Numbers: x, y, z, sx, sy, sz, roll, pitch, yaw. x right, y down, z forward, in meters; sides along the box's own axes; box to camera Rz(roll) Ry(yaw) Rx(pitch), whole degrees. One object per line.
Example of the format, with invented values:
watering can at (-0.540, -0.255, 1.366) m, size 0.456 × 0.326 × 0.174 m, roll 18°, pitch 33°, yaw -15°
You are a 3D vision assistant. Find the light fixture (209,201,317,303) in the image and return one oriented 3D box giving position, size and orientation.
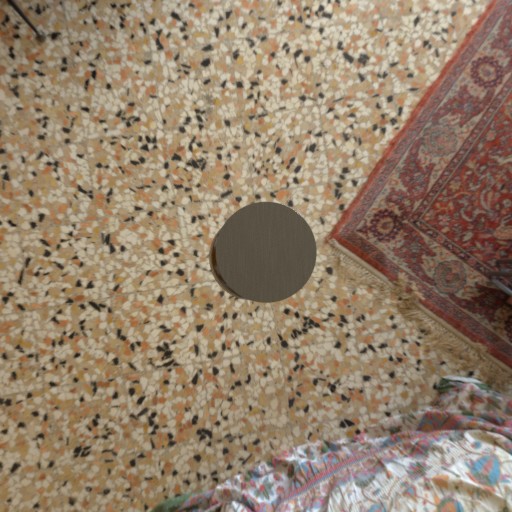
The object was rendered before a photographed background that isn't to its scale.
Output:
light fixture at (0.000, 0.000, 1.090) m, size 0.299 × 0.935 × 0.299 m, roll 0°, pitch 89°, yaw -2°
